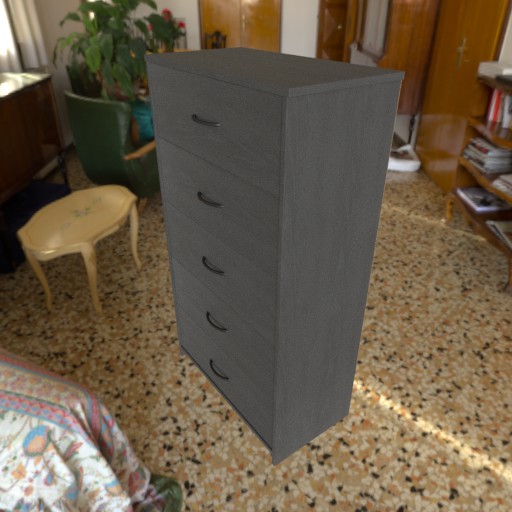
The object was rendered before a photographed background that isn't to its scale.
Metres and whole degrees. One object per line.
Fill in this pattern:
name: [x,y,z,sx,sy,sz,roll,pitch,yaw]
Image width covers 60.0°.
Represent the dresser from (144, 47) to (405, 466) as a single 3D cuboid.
dresser: [0.000,0.000,1.555,0.399,1.255,0.704,-21,37,-31]
